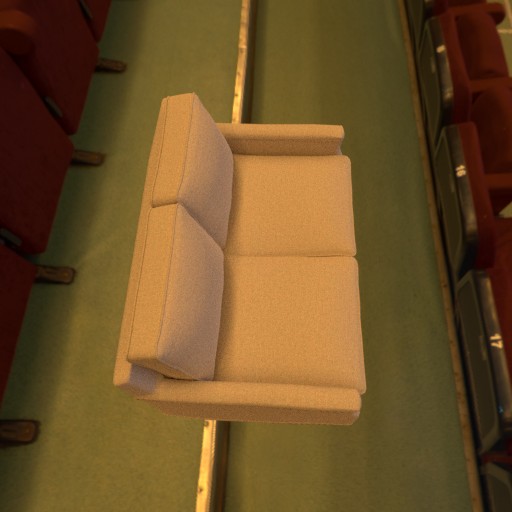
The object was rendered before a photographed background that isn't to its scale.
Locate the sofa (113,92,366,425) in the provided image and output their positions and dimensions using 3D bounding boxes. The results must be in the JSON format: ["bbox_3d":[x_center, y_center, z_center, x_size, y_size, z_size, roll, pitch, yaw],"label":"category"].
[{"bbox_3d":[0.000,0.000,2.349,1.084,1.003,1.597,2,64,1],"label":"sofa"}]
